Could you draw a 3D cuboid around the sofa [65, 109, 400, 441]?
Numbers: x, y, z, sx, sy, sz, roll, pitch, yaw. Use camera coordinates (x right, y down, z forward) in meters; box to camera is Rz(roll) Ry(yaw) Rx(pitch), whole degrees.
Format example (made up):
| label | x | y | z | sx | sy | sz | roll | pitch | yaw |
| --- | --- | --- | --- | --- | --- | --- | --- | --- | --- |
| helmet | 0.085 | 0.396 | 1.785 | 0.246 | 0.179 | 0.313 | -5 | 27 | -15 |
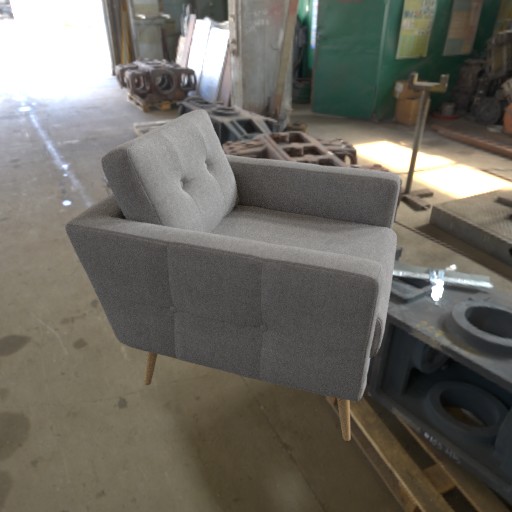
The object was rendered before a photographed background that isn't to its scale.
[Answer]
| label | x | y | z | sx | sy | sz | roll | pitch | yaw |
| --- | --- | --- | --- | --- | --- | --- | --- | --- | --- |
| sofa | 0.000 | 0.000 | 1.542 | 0.920 | 0.860 | 0.770 | 10 | 32 | 16 |
